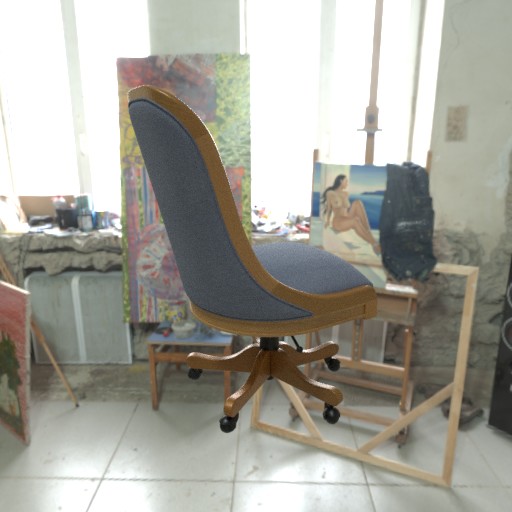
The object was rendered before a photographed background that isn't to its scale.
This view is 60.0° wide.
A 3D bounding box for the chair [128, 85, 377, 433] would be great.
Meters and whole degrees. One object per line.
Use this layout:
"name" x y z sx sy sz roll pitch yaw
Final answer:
"chair" 0.000 0.000 1.485 0.735 1.031 0.605 -8 17 -27
